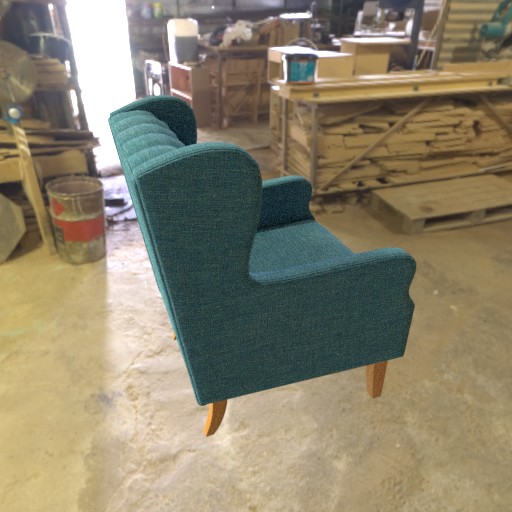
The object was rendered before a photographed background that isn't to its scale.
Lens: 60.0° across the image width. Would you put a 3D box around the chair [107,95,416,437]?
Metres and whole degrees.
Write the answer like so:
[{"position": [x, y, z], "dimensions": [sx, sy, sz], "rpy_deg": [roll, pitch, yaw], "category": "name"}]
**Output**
[{"position": [0.000, 0.000, 1.482], "dimensions": [0.775, 0.952, 0.711], "rpy_deg": [-11, 32, -18], "category": "chair"}]
